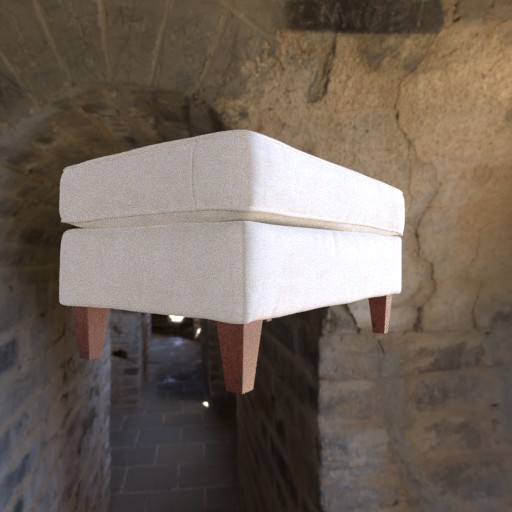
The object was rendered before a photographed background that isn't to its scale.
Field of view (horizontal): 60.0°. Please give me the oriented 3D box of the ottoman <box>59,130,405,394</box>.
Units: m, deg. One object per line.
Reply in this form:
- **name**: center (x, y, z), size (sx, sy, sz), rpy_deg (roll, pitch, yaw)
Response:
- **ottoman**: center (0.000, 0.000, 1.228), size (0.583, 0.484, 0.862), rpy_deg (0, 0, 35)
